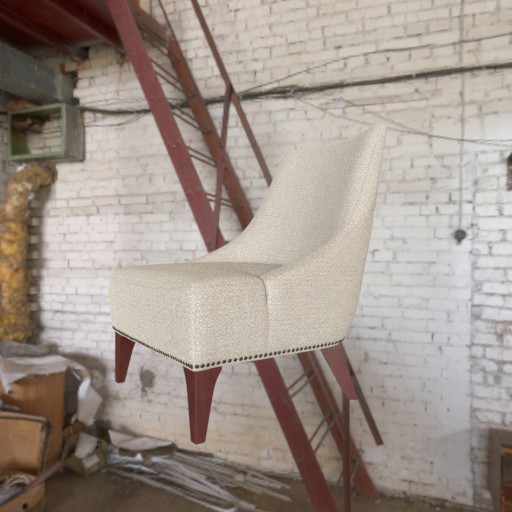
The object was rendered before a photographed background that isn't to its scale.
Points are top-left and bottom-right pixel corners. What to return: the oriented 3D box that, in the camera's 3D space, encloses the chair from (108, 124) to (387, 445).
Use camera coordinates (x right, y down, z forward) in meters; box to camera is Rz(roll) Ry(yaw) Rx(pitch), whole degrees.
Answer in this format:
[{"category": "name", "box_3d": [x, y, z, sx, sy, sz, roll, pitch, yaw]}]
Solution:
[{"category": "chair", "box_3d": [0.000, 0.000, 1.543, 0.861, 0.909, 0.701, 0, 1, -35]}]
